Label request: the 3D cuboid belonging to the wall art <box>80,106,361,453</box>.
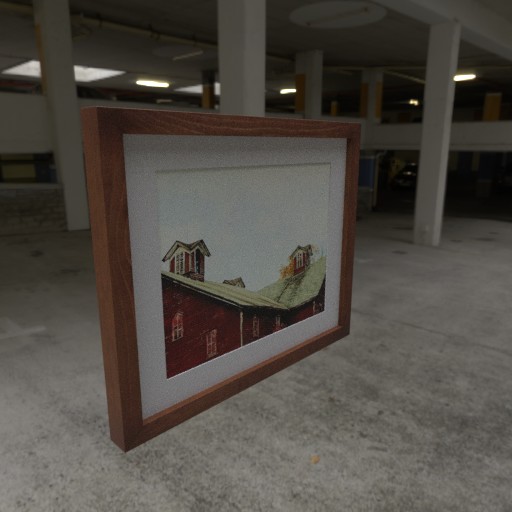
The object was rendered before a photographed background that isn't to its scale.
[{"bbox_3d":[0.000,0.000,0.550,0.030,0.328,0.401,13,19,43],"label":"wall art"}]
